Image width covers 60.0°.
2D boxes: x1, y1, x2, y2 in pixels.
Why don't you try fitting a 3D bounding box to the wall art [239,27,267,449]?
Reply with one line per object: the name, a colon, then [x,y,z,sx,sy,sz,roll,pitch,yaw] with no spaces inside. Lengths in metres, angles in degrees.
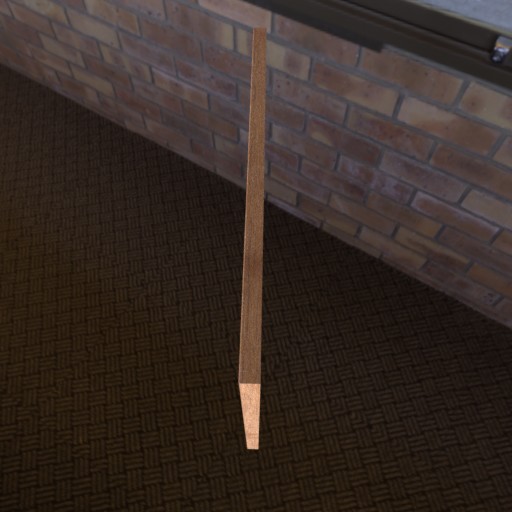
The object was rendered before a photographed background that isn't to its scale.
wall art: [0.000,0.000,0.945,0.026,0.588,0.690,1,60,1]
